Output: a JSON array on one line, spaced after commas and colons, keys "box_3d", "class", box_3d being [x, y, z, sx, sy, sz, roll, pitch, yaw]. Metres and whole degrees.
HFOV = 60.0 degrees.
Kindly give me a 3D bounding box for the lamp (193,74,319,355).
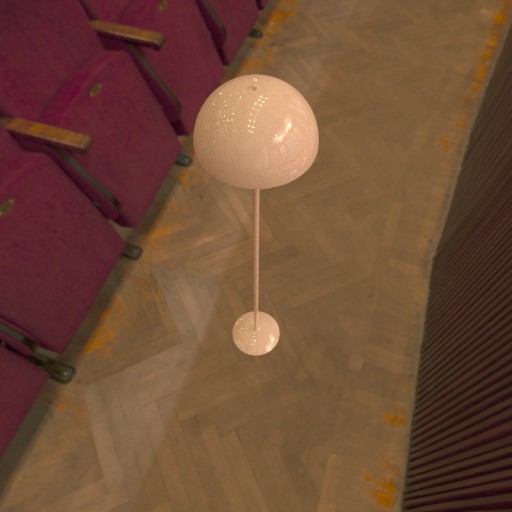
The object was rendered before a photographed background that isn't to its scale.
[{"box_3d": [0.000, 0.000, 1.648, 0.328, 1.480, 0.328, 16, 59, 10], "class": "lamp"}]
